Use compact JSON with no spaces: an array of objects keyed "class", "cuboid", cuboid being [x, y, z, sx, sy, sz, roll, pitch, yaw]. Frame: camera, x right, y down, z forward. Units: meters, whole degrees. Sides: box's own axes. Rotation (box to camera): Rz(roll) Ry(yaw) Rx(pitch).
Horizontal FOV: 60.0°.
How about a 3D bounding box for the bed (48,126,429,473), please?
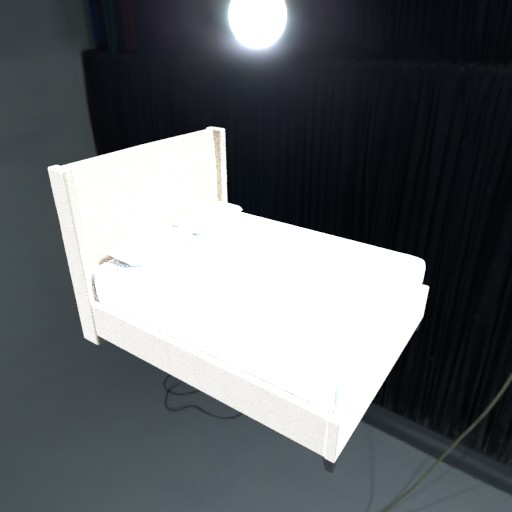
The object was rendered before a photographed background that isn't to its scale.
[{"class":"bed","cuboid":[0.000,0.000,3.470,2.293,1.471,1.778,17,32,30]}]
